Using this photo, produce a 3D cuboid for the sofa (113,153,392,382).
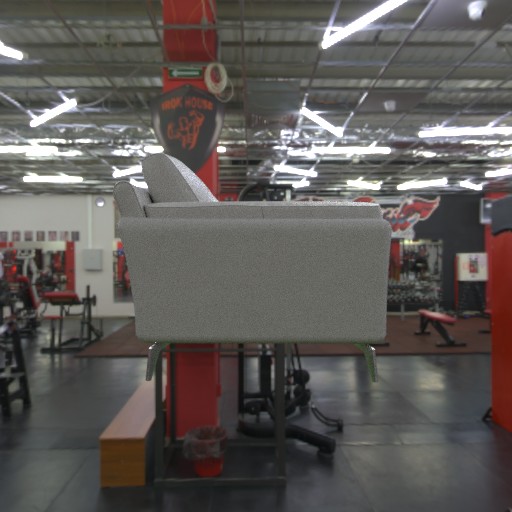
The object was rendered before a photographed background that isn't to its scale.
[{"bbox_3d":[0.000,0.000,2.655,1.049,0.930,2.101,0,0,1],"label":"sofa"}]
